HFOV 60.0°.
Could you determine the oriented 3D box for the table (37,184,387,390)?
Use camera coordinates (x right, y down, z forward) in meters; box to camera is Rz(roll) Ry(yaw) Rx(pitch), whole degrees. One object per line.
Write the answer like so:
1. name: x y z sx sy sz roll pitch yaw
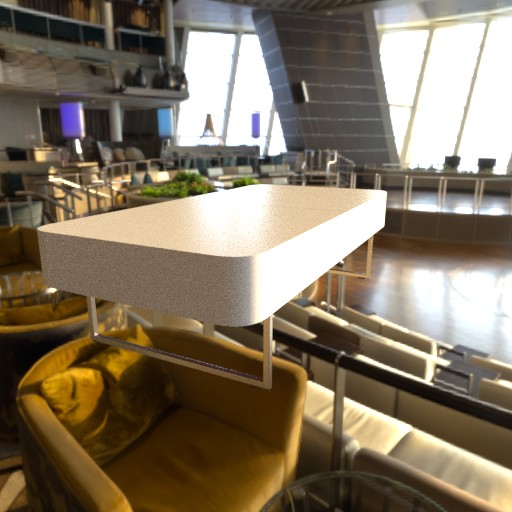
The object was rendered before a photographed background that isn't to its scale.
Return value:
1. table: 0.000 0.000 1.463 0.600 0.340 1.200 8 17 27
